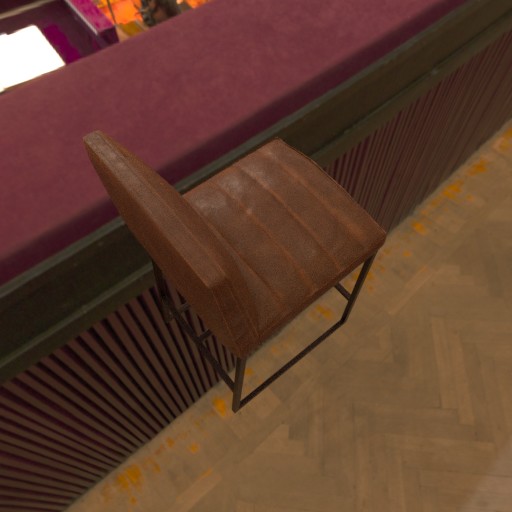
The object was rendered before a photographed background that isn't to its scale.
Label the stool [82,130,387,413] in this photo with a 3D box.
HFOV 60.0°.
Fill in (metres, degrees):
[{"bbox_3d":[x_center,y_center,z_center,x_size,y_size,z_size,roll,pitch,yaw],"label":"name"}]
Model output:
[{"bbox_3d":[0.000,0.000,1.270,0.562,0.942,0.463,-35,65,-19],"label":"stool"}]
